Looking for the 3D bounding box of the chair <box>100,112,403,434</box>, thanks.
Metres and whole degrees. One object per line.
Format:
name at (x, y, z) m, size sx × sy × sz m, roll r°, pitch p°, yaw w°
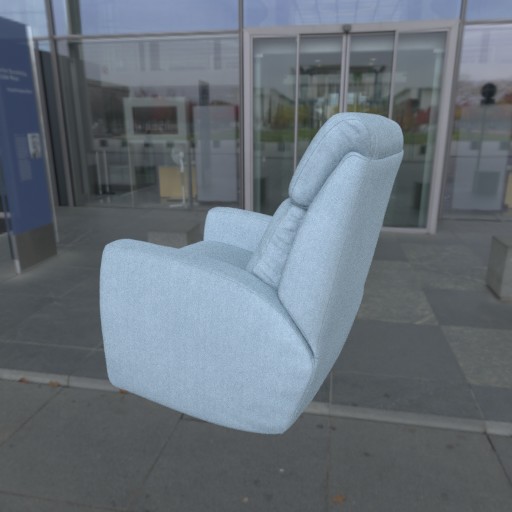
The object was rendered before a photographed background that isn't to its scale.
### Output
chair at (0.000, 0.000, 1.663) m, size 0.940 × 1.013 × 0.812 m, roll 8°, pitch 18°, yaw 24°
